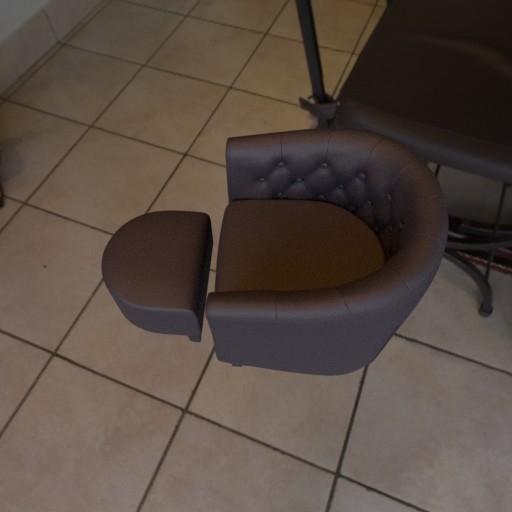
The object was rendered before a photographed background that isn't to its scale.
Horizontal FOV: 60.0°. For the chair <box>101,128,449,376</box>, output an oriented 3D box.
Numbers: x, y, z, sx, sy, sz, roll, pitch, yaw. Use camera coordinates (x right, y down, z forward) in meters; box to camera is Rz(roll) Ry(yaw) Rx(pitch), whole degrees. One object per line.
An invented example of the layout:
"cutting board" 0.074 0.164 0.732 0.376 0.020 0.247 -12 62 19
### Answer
"chair" 0.000 0.000 1.666 1.191 0.760 0.763 3 58 2
